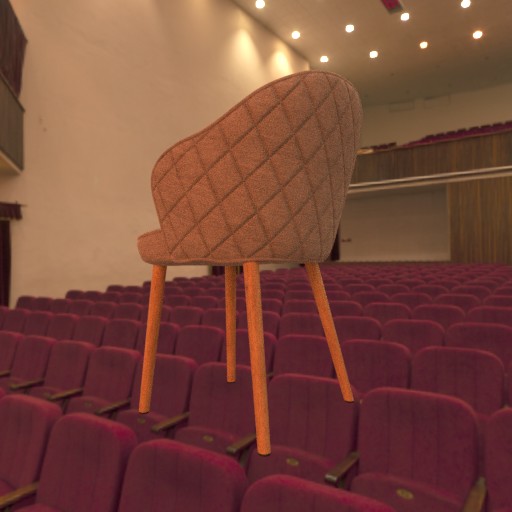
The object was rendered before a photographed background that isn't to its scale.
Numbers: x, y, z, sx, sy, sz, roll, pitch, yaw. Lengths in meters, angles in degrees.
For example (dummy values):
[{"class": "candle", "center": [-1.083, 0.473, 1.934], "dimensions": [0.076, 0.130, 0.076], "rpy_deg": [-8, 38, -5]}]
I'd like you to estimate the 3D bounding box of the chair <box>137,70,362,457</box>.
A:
[{"class": "chair", "center": [0.000, 0.000, 1.156], "dimensions": [0.530, 0.800, 0.540], "rpy_deg": [-1, -2, 35]}]
